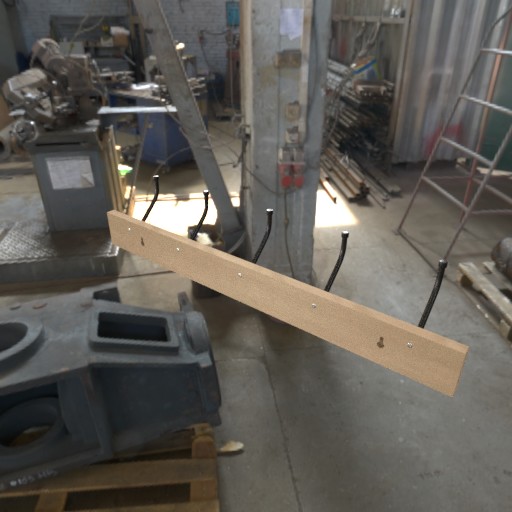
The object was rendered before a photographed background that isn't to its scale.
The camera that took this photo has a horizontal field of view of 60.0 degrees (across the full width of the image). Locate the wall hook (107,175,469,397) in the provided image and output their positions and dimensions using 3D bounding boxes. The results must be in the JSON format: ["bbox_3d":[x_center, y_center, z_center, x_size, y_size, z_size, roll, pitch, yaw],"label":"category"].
[{"bbox_3d":[0.000,0.000,0.611,0.571,0.117,0.071,20,35,32],"label":"wall hook"}]
